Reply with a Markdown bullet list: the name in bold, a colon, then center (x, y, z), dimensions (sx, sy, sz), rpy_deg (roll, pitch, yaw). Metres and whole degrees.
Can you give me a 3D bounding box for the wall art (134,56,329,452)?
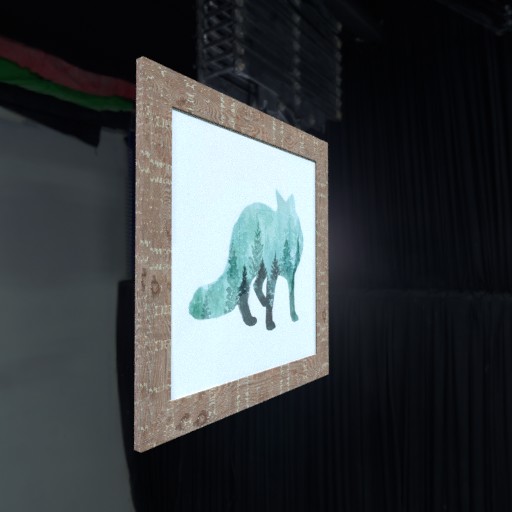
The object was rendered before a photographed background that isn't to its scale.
- **wall art**: center (0.000, 0.000, 0.587), dimensions (0.012, 0.384, 0.384), rpy_deg (-1, -2, 37)
